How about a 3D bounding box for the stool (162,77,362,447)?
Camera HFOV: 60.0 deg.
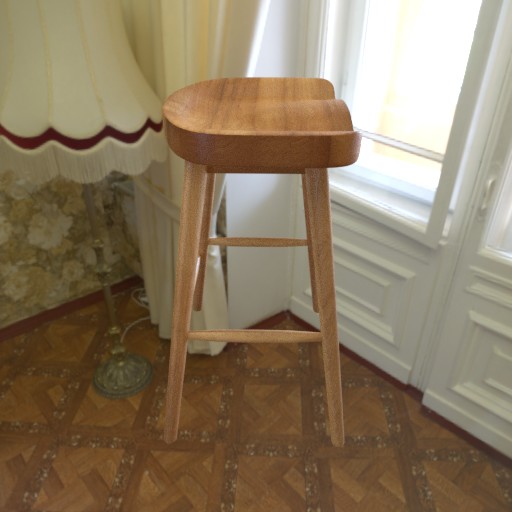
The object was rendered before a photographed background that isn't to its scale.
[{"bbox_3d":[0.000,0.000,0.900,0.361,0.615,0.440,1,32,1],"label":"stool"}]
